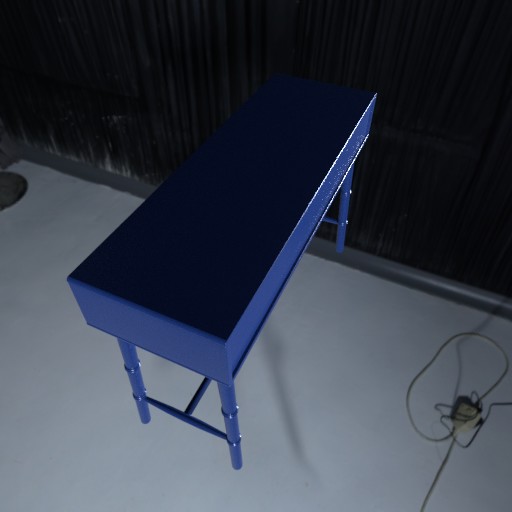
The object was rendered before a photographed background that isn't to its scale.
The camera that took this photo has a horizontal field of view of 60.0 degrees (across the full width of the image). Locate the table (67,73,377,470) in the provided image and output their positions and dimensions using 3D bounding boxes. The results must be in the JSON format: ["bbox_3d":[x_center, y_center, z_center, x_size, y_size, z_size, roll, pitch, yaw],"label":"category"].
[{"bbox_3d":[0.000,0.000,1.500,0.399,0.749,1.118,19,49,17],"label":"table"}]
